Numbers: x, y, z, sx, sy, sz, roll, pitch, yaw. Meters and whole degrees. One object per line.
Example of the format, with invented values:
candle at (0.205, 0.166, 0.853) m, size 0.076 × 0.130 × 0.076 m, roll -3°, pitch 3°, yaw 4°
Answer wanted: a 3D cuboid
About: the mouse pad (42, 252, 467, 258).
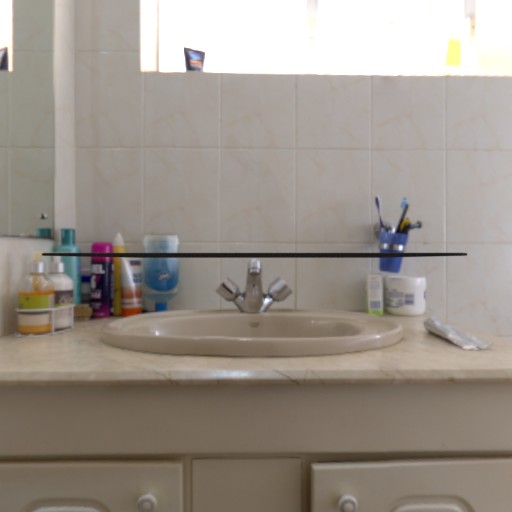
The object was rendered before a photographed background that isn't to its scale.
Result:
mouse pad at (0.000, 0.000, 0.444) m, size 0.315 × 0.002 × 0.269 m, roll 0°, pitch -1°, yaw 1°
